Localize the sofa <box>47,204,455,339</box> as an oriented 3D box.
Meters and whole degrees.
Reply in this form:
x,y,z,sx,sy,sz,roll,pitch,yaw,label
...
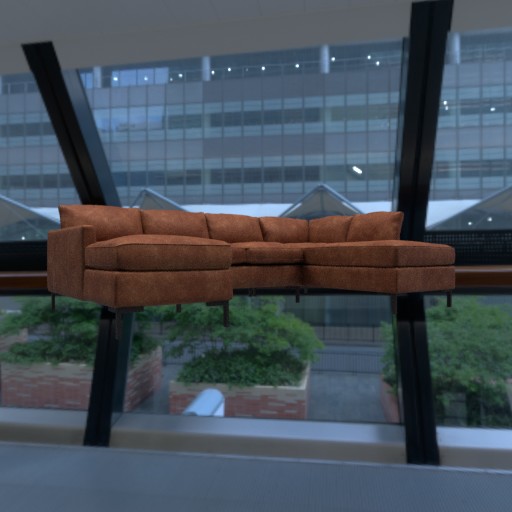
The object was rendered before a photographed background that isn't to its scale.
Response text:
x,y,z,sx,sy,sz,roll,pitch,yaw,label
0.000,0.000,3.795,2.956,0.900,1.939,0,0,-36,sofa
